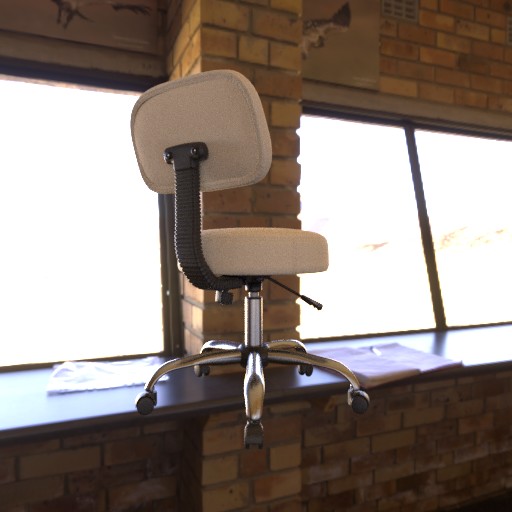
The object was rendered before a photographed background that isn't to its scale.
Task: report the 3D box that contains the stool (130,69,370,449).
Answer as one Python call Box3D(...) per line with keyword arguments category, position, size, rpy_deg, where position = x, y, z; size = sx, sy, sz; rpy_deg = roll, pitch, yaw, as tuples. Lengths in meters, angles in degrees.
Box3D(category="stool", position=(0.000, 0.000, 1.245), size=(0.609, 0.810, 0.616), rpy_deg=(1, 1, 36))
